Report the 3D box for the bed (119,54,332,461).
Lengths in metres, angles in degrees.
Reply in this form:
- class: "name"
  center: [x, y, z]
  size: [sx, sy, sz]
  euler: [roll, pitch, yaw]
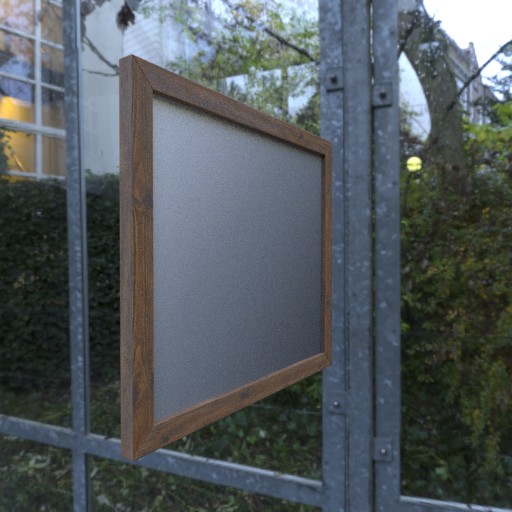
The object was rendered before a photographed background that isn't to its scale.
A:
- class: "bed"
  center: [0.000, 0.000, 1.462]
  size: [0.046, 0.942, 1.046]
  euler: [1, 1, 35]
